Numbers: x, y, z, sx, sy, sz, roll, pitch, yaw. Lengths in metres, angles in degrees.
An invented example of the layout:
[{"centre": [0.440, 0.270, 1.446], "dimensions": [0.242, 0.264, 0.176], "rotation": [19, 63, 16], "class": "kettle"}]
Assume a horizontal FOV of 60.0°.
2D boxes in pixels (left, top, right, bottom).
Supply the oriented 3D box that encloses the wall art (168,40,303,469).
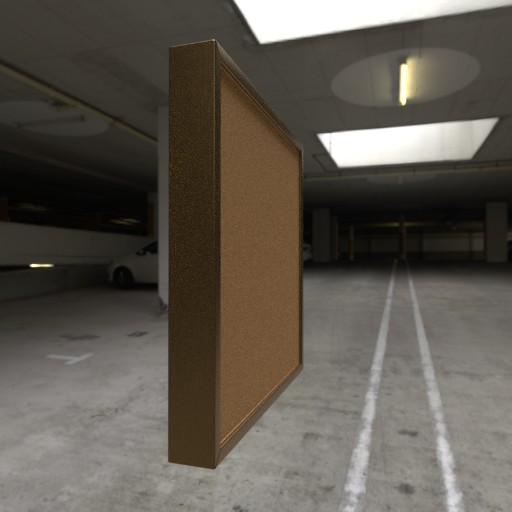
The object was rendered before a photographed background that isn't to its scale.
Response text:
[{"centre": [0.000, 0.000, 0.464], "dimensions": [0.037, 0.305, 0.305], "rotation": [0, -1, 18], "class": "wall art"}]
